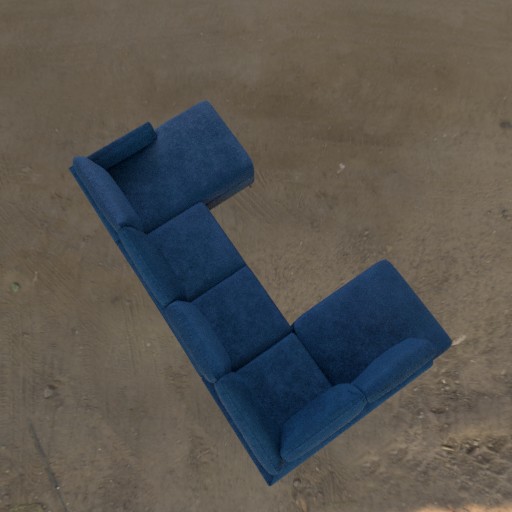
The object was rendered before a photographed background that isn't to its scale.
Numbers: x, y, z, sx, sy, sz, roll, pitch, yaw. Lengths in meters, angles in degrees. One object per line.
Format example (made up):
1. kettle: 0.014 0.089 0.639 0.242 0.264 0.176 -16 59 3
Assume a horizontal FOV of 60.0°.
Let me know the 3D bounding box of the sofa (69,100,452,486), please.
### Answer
1. sofa: 0.000 0.000 4.263 2.055 0.992 3.434 -34 78 -8
